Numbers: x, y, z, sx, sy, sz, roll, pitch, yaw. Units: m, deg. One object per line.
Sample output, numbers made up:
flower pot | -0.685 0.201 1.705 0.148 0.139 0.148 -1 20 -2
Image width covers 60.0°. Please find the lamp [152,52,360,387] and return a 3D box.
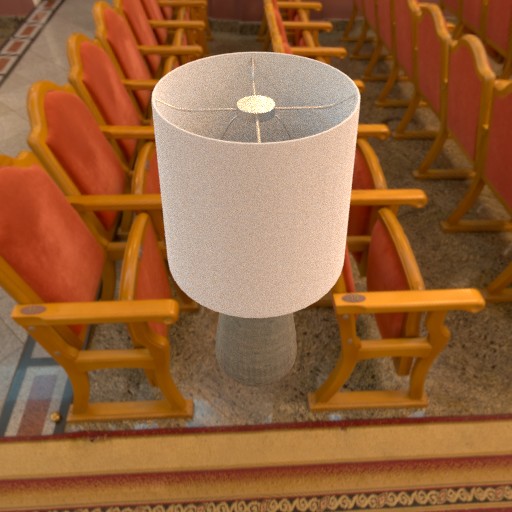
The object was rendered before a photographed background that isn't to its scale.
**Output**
lamp | 0.000 0.000 0.481 0.186 0.369 0.186 0 45 0
